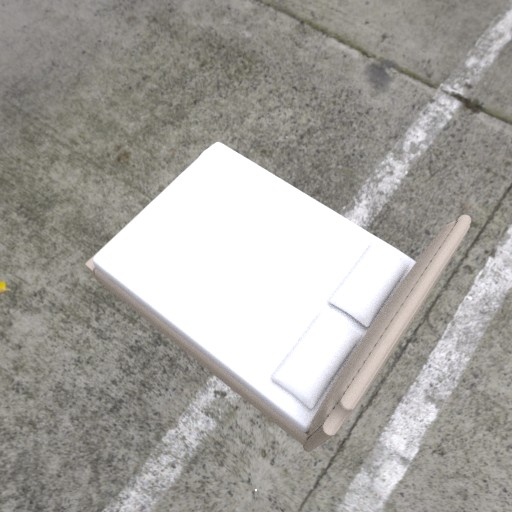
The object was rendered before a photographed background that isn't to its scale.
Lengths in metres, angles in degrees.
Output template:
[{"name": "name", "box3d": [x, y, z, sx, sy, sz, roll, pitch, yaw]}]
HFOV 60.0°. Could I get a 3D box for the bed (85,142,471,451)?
[{"name": "bed", "box3d": [0.000, 0.000, 3.474, 2.372, 1.443, 1.713, 34, 67, 17]}]
